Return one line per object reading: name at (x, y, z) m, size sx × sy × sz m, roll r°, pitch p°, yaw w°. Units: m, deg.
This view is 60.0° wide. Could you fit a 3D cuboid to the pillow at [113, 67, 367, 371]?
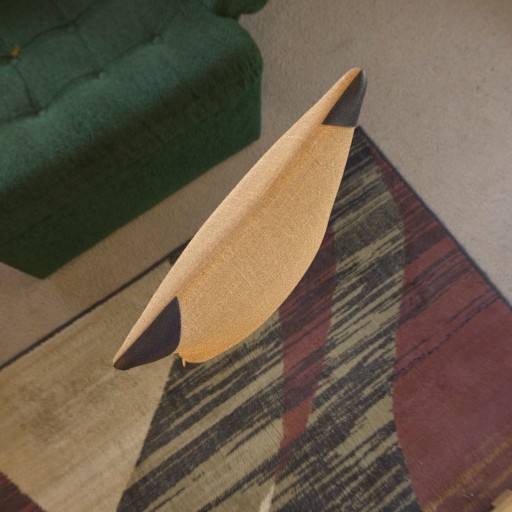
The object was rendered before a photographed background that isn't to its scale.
pillow at (0.000, 0.000, 0.687) m, size 0.147 × 0.441 × 0.440 m, roll 36°, pitch 78°, yaw 9°
